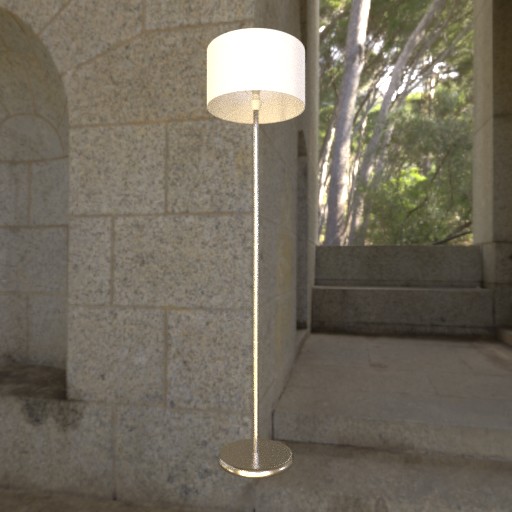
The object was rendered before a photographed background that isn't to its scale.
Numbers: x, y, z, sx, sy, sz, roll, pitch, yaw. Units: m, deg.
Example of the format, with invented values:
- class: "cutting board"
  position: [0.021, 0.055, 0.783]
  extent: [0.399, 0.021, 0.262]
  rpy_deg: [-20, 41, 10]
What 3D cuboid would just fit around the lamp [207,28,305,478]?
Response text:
- class: "lamp"
  position: [0.000, 0.000, 1.571]
  extent: [0.347, 1.443, 0.347]
  rpy_deg: [0, -1, -17]
